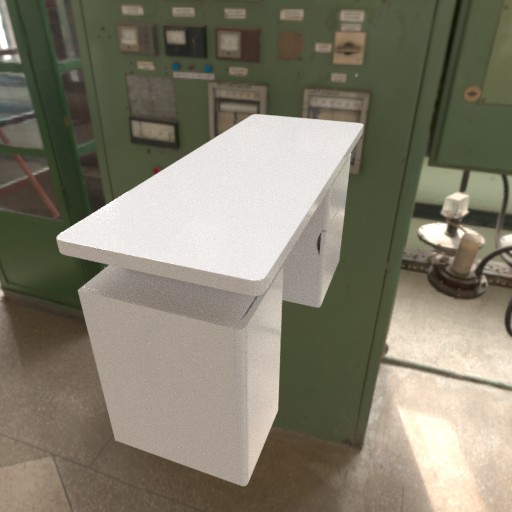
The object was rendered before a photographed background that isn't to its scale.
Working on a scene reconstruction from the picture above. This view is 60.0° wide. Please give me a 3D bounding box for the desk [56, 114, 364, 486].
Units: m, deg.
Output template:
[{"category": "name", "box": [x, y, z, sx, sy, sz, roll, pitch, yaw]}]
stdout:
[{"category": "desk", "box": [0.000, 0.000, 1.763, 0.550, 0.762, 1.400, 11, 32, 18]}]
